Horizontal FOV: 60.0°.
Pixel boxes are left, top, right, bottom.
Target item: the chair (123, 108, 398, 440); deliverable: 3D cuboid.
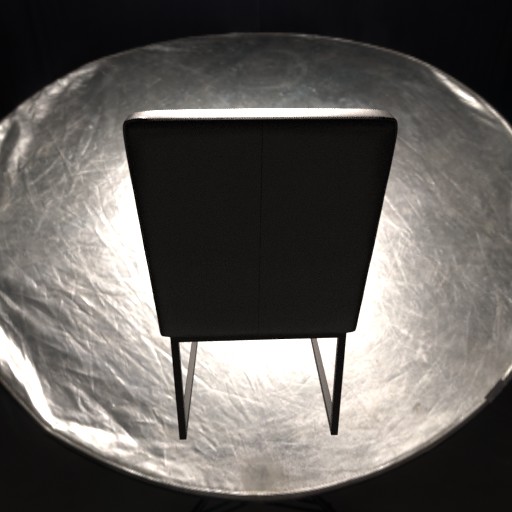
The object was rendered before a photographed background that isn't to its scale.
[{"bbox_3d":[0.000,0.000,1.286,0.520,0.930,0.634,-1,30,-2],"label":"chair"}]
